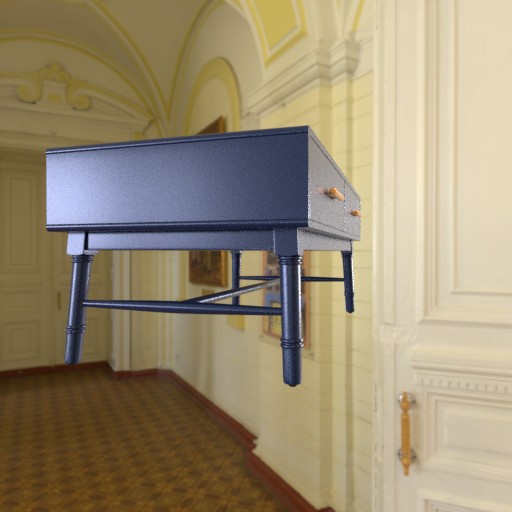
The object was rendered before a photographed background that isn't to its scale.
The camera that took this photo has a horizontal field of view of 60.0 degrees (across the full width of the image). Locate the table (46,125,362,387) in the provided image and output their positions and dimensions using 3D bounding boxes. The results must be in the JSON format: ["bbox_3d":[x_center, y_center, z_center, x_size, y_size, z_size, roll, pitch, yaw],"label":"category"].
[{"bbox_3d":[0.000,0.000,1.339,0.572,0.457,1.067,0,1,18],"label":"table"}]
